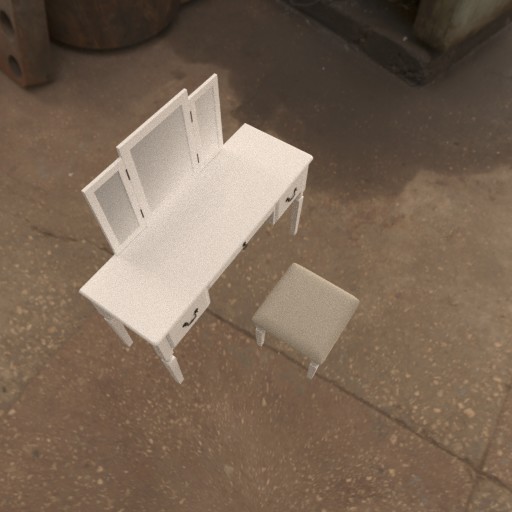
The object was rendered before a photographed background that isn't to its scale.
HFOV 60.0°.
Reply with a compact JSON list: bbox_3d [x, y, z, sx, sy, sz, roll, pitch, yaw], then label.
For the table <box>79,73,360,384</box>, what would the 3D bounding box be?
[{"bbox_3d":[0.000,0.000,2.306,1.115,1.310,1.369,30,64,17],"label":"table"}]
